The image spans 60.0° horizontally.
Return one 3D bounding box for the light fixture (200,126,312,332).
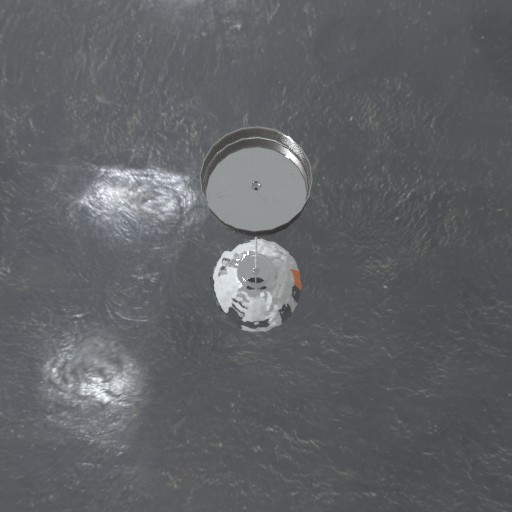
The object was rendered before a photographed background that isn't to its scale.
[{"bbox_3d":[0.000,0.000,1.728,0.496,1.511,0.500,-15,77,-4],"label":"light fixture"}]
